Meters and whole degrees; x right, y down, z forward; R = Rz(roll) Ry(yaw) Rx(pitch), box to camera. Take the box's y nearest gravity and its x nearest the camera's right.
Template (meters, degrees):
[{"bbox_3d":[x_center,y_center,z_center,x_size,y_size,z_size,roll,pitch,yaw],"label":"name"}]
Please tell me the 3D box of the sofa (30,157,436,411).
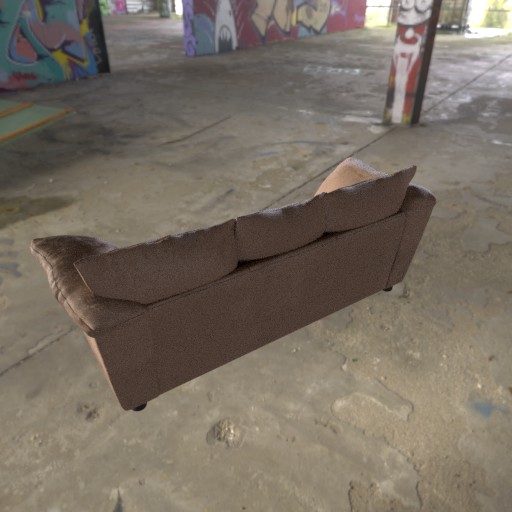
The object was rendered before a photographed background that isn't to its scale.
[{"bbox_3d":[0.000,0.000,2.777,2.377,0.981,0.893,-19,37,-28],"label":"sofa"}]
